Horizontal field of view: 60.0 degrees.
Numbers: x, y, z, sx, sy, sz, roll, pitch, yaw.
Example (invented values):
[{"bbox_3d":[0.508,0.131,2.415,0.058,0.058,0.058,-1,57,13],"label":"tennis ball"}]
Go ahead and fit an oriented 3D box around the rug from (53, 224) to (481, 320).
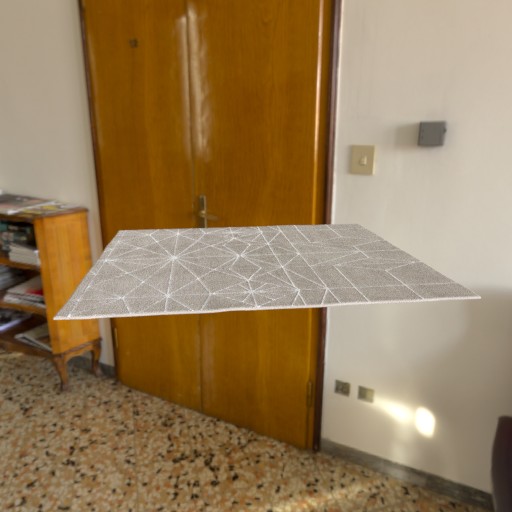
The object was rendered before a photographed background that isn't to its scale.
[{"bbox_3d":[0.000,0.000,0.911,0.639,0.006,0.548,-2,16,-7],"label":"rug"}]
